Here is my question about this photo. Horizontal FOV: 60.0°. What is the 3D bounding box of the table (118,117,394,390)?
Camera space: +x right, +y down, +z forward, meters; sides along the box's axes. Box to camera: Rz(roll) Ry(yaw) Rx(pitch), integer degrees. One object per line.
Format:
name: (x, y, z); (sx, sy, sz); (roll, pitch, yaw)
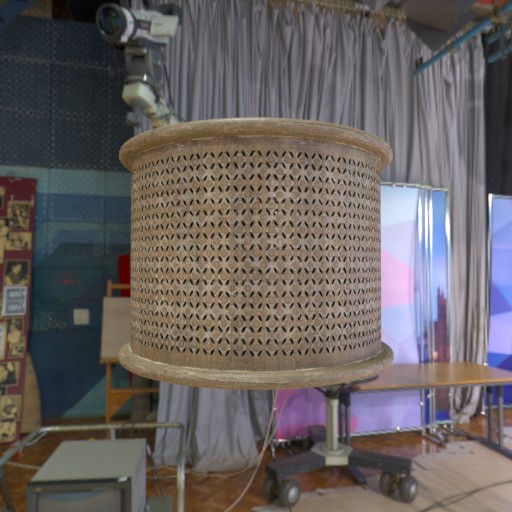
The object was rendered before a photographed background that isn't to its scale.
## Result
table: (0.000, 0.000, 1.025); (0.607, 0.450, 0.607); (0, -1, 0)
